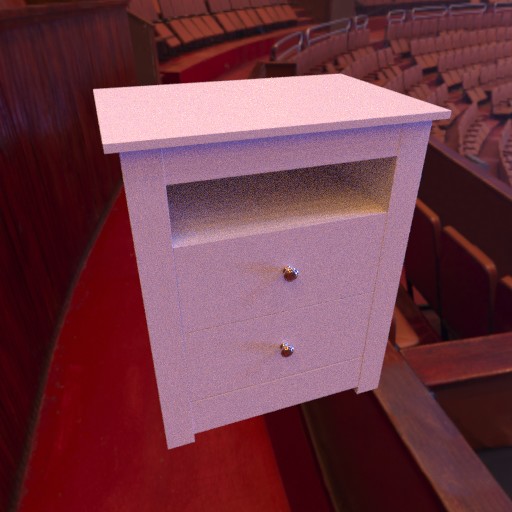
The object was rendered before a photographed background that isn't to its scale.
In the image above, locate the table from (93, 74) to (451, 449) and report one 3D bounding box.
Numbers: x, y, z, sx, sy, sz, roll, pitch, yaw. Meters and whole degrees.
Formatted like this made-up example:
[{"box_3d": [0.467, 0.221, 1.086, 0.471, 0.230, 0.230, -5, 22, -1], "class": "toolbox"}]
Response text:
[{"box_3d": [0.000, 0.000, 1.043, 0.589, 0.711, 0.406, -10, 33, -16], "class": "table"}]
